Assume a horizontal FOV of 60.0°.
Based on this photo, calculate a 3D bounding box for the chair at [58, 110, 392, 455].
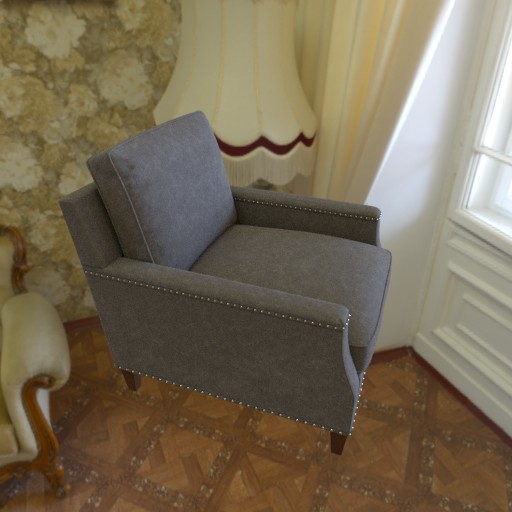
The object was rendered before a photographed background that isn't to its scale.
[{"bbox_3d":[0.000,0.000,1.729,1.014,0.948,0.853,11,32,18],"label":"chair"}]
